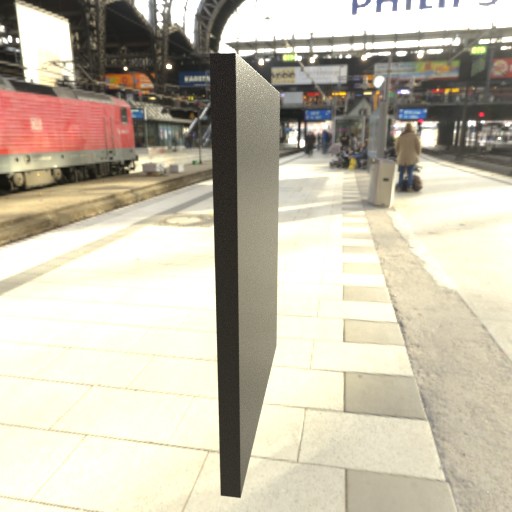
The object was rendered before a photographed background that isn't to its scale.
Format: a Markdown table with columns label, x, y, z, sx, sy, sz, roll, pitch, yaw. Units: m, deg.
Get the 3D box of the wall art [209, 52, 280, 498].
| label | x | y | z | sx | sy | sz | roll | pitch | yaw |
| --- | --- | --- | --- | --- | --- | --- | --- | --- | --- |
| wall art | 0.000 | 0.000 | 0.748 | 0.028 | 0.557 | 0.457 | 2 | 15 | 8 |
